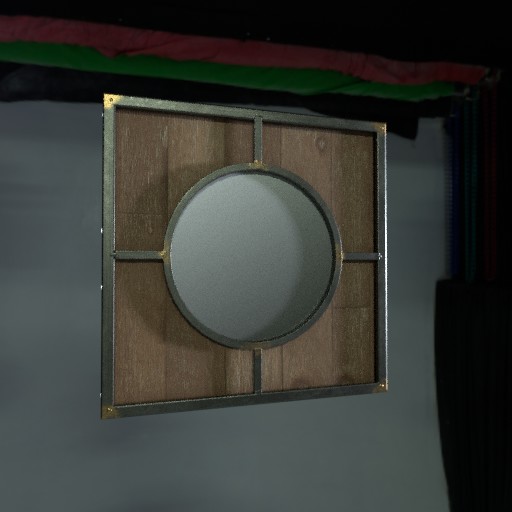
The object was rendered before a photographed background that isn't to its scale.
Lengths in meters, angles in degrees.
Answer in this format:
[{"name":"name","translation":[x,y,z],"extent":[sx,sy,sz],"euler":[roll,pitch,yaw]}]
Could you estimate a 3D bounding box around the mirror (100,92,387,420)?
[{"name":"mirror","translation":[0.000,0.000,0.580],"extent":[0.382,0.381,0.020],"euler":[0,-1,-17]}]
